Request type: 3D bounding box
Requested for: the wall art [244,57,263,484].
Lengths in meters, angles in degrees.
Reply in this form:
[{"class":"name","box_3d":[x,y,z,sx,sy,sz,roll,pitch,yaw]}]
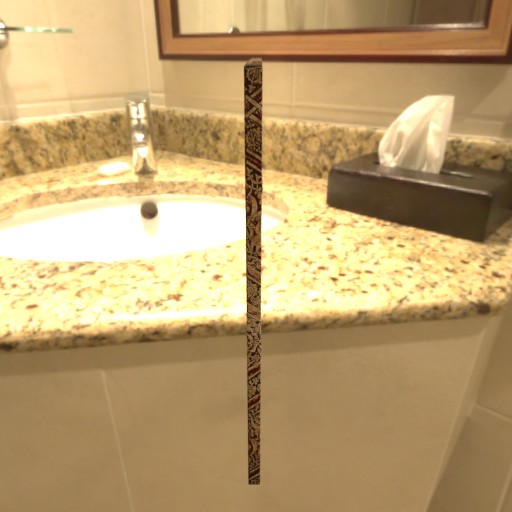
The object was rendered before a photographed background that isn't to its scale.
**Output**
[{"class":"wall art","box_3d":[0.000,0.000,0.741,0.020,0.599,0.397,0,25,1]}]
